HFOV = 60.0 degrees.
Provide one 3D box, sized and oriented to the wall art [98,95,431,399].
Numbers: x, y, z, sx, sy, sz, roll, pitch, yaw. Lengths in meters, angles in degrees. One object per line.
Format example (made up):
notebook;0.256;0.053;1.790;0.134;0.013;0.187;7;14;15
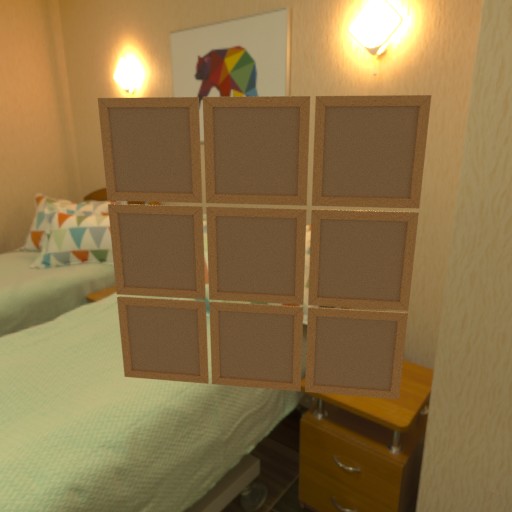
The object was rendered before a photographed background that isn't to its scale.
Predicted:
wall art;0.000;0.000;2.224;1.519;1.507;0.014;2;17;8
